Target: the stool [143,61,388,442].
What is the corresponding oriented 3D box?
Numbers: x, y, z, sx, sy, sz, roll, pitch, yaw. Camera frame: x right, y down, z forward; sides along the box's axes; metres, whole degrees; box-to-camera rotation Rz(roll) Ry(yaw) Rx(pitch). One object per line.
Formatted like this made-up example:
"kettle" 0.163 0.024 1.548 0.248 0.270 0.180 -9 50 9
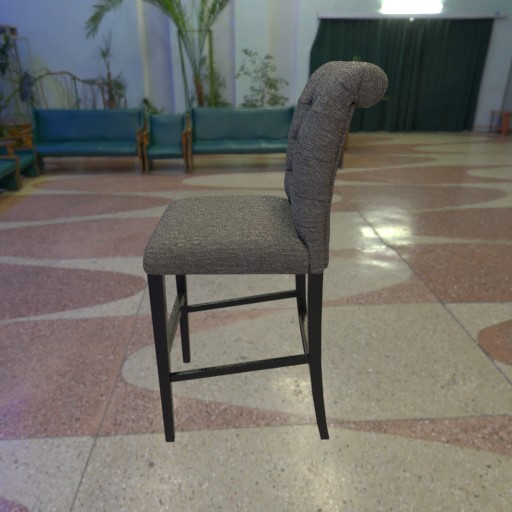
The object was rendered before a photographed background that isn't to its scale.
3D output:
"stool" 0.000 0.000 1.406 0.613 1.131 0.452 0 24 -1
